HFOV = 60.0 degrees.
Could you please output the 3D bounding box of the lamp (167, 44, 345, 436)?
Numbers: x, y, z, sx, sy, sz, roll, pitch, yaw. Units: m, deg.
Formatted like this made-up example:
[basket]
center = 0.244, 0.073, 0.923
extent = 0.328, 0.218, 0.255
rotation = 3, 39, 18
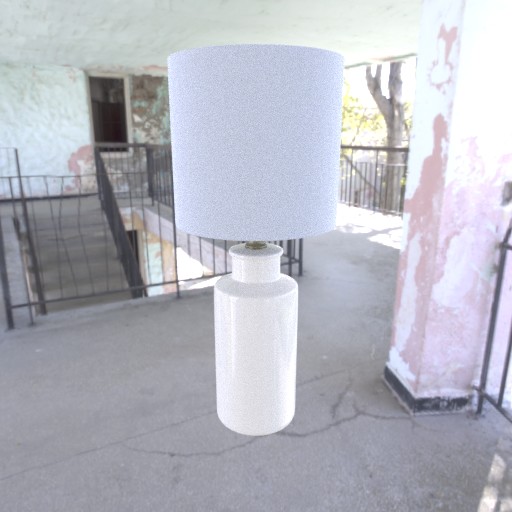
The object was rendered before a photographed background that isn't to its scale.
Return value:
[lamp]
center = 0.000, 0.000, 0.605
extent = 0.212, 0.493, 0.212
rotation = -2, 16, -8
